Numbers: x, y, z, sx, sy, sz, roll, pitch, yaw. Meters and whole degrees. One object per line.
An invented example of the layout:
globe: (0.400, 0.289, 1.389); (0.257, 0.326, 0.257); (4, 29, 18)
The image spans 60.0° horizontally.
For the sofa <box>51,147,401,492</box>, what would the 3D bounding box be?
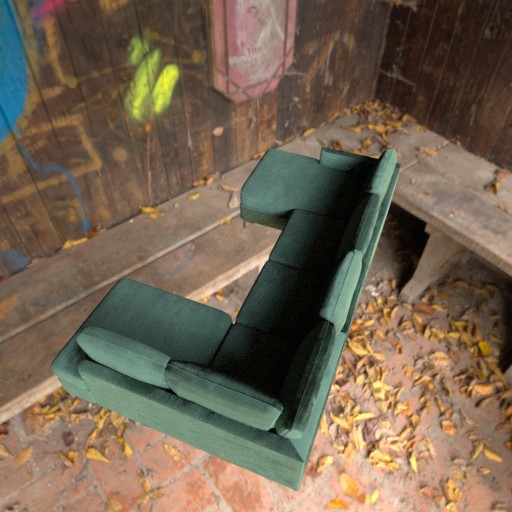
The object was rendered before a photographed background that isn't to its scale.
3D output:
sofa: (0.000, 0.000, 4.221); (2.055, 0.992, 3.434); (17, 49, 15)
